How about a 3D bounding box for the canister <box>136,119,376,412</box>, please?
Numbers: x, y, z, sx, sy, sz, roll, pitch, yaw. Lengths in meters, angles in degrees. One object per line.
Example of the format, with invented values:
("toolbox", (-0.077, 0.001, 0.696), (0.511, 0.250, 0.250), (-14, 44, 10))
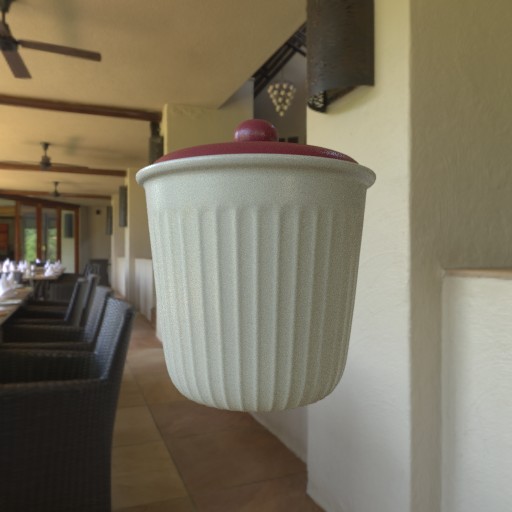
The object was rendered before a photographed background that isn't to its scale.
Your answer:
("canister", (0.000, 0.000, 0.345), (0.181, 0.211, 0.181), (0, 0, 0))
